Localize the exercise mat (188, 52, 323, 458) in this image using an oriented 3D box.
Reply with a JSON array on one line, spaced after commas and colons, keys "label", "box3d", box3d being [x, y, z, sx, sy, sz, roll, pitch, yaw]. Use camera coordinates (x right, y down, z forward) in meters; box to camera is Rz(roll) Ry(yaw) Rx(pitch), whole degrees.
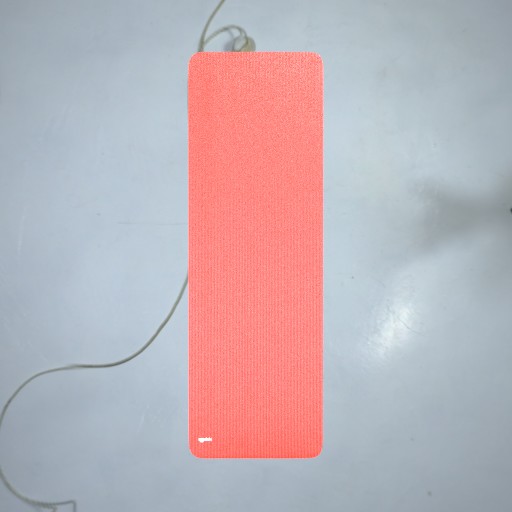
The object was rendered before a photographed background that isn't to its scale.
[{"label": "exercise mat", "box3d": [0.000, 0.000, 2.036, 0.616, 0.021, 1.869, 0, 91, -1]}]
